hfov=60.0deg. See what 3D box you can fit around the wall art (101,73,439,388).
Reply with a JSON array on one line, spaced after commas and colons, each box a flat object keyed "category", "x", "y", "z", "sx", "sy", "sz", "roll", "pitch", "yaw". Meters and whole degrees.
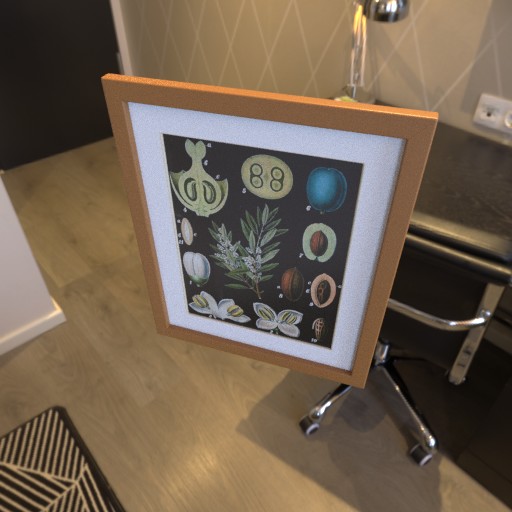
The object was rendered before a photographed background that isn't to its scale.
[{"category": "wall art", "x": 0.000, "y": 0.000, "z": 0.516, "sx": 0.310, "sy": 0.379, "sz": 0.015, "roll": 12, "pitch": 42, "yaw": 14}]
